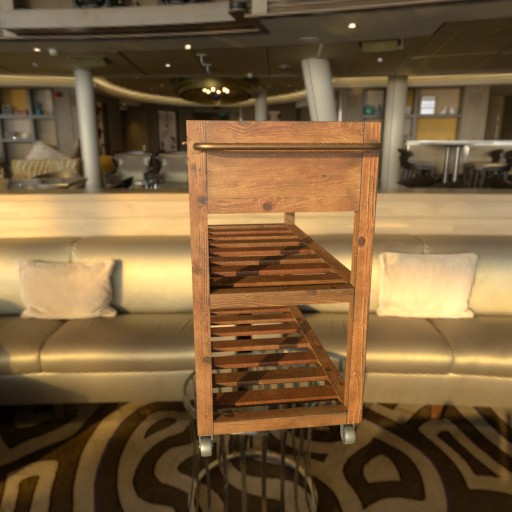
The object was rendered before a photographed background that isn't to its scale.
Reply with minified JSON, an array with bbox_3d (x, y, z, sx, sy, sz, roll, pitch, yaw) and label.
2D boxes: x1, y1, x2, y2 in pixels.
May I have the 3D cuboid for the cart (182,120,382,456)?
[{"bbox_3d":[0.000,0.000,1.495,0.445,0.830,1.065,-2,14,-7],"label":"cart"}]
